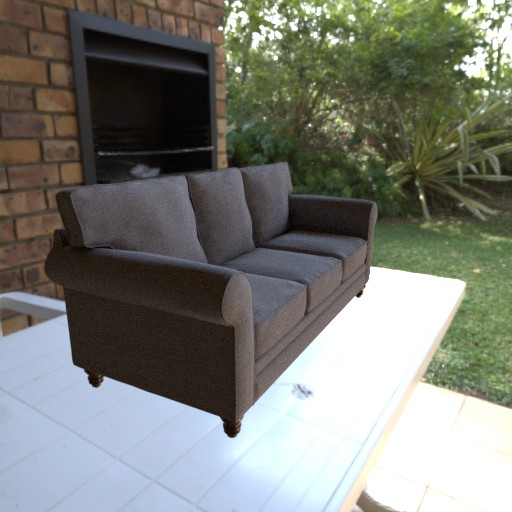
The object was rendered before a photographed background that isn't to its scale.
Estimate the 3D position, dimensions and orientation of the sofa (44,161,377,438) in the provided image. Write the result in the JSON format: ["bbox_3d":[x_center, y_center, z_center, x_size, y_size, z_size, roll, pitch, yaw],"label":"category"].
[{"bbox_3d":[0.000,0.000,2.553,0.916,0.961,2.084,8,17,27],"label":"sofa"}]
